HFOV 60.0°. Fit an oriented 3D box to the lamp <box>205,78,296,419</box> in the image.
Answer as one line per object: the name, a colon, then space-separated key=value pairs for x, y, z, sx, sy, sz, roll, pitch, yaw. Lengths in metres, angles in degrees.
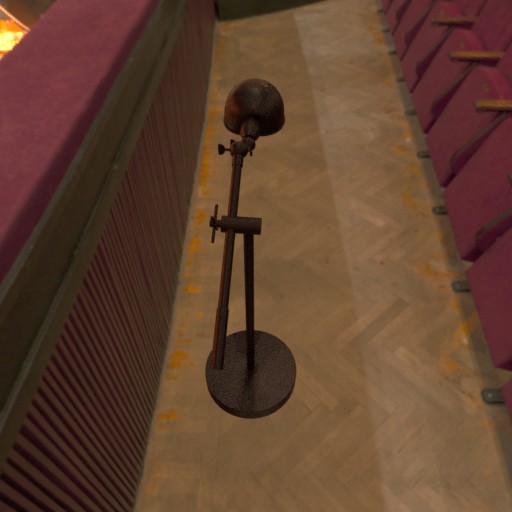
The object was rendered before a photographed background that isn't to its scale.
lamp: x=0.000 y=0.000 z=0.818 sx=0.185 sy=0.495 sz=0.567 roll=4 pitch=47 yaw=4
